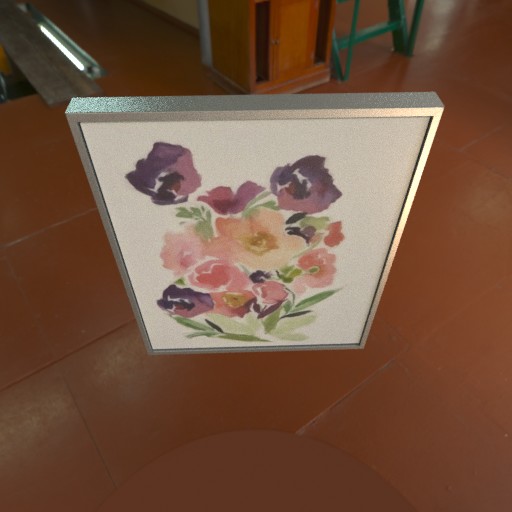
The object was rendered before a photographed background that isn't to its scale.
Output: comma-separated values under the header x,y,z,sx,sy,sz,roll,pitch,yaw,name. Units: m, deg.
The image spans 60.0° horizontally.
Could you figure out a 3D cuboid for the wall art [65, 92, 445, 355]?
x,y,z,sx,sy,sz,roll,pitch,yaw,name
0.000,0.000,0.740,0.452,0.549,0.038,-1,47,-1,wall art
